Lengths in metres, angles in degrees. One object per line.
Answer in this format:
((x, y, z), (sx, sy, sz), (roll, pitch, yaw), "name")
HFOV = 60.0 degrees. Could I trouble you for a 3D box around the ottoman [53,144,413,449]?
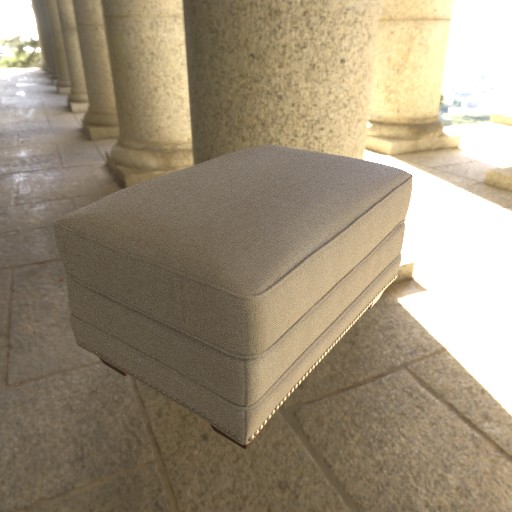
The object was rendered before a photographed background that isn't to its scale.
((0.000, 0.000, 1.164), (0.559, 0.458, 0.813), (18, 31, 31), "ottoman")
